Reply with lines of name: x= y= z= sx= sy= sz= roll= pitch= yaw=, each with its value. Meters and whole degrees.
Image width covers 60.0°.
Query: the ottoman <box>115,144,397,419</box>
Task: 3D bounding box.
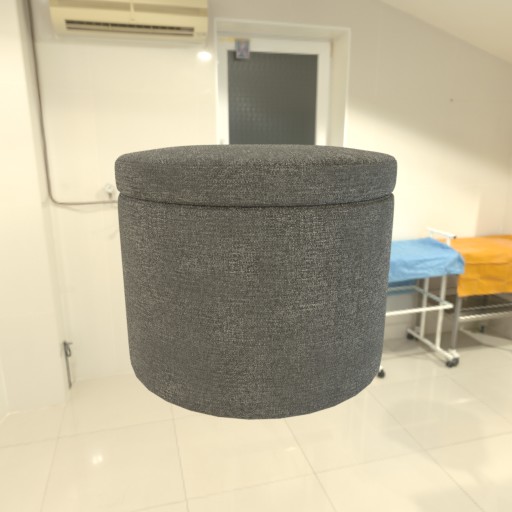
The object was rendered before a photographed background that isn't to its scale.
ottoman: x=0.000 y=0.000 z=0.863 sx=0.500 sy=0.419 sz=0.500 roll=0 pitch=15 yaw=0
